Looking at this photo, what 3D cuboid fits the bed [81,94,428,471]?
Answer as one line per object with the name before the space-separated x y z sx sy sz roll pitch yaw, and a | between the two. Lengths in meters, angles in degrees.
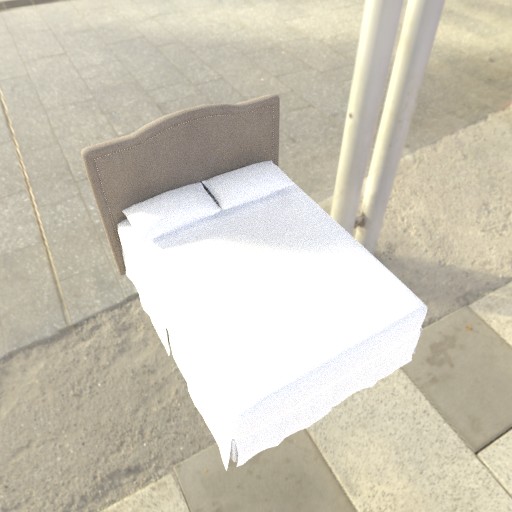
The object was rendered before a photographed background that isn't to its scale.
bed | 0.000 0.000 3.331 1.744 1.441 2.128 -24 51 -21
